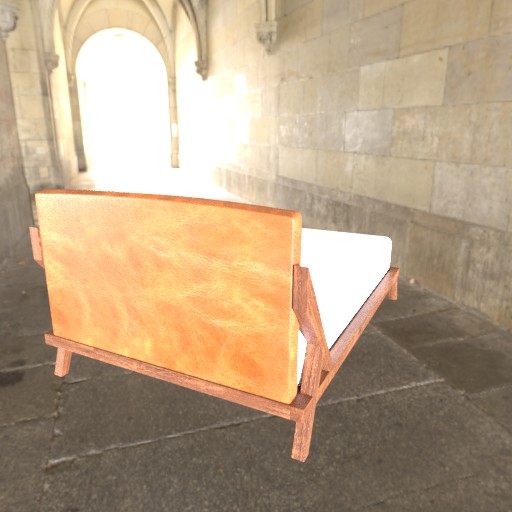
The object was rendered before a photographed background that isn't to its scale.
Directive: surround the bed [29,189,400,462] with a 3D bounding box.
[{"bbox_3d":[0.000,0.000,3.188,1.651,1.168,2.311,8,18,26],"label":"bed"}]
